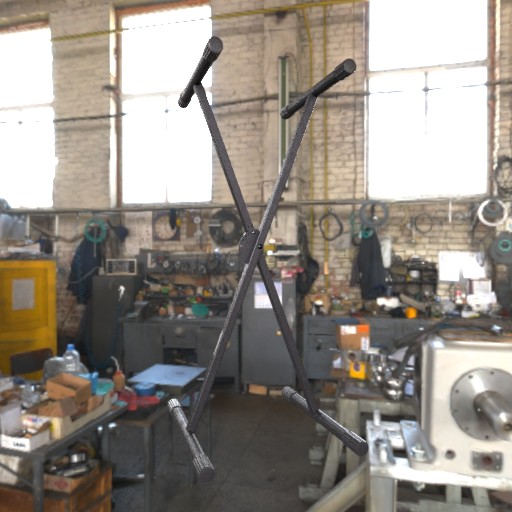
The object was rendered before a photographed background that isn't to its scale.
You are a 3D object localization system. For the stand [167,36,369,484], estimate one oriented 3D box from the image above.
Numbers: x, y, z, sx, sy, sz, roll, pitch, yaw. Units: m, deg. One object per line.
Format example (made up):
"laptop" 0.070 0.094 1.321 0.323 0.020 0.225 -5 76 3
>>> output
"stand" 0.000 0.000 1.186 0.409 0.940 0.449 0 1 -19
